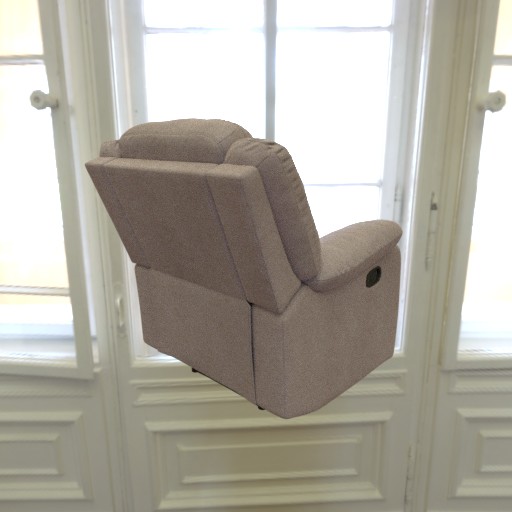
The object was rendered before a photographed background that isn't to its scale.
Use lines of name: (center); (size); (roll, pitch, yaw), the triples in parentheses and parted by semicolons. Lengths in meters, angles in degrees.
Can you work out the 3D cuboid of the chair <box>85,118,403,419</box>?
chair: (0.000, 0.000, 1.727); (0.899, 1.008, 0.944); (14, 20, 42)
